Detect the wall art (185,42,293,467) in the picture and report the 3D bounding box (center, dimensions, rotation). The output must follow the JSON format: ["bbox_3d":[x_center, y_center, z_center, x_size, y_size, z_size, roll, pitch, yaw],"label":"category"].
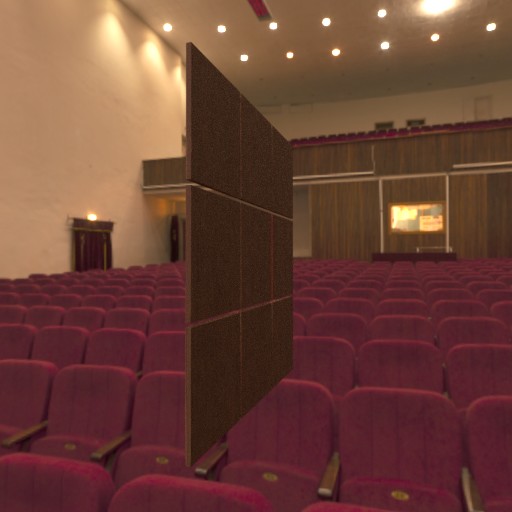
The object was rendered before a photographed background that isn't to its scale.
[{"bbox_3d":[0.000,0.000,1.386,0.013,0.914,0.915,0,-1,19],"label":"wall art"}]
